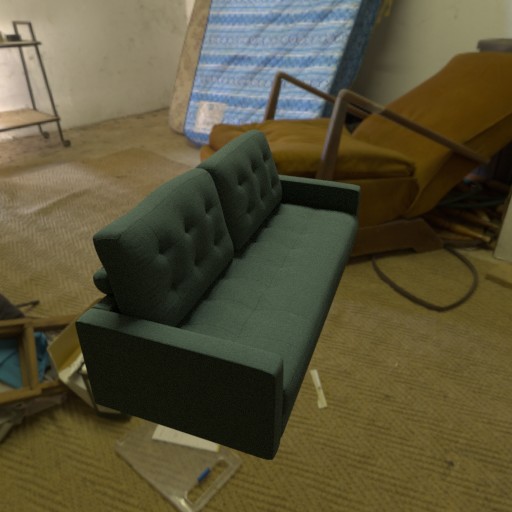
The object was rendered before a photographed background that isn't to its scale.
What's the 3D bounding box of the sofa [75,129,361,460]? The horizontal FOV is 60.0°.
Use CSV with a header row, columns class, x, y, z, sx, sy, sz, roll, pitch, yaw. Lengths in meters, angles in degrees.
class,x,y,z,sx,sy,sz,roll,pitch,yaw
sofa,0.000,0.000,2.599,0.966,1.050,2.010,10,31,17
